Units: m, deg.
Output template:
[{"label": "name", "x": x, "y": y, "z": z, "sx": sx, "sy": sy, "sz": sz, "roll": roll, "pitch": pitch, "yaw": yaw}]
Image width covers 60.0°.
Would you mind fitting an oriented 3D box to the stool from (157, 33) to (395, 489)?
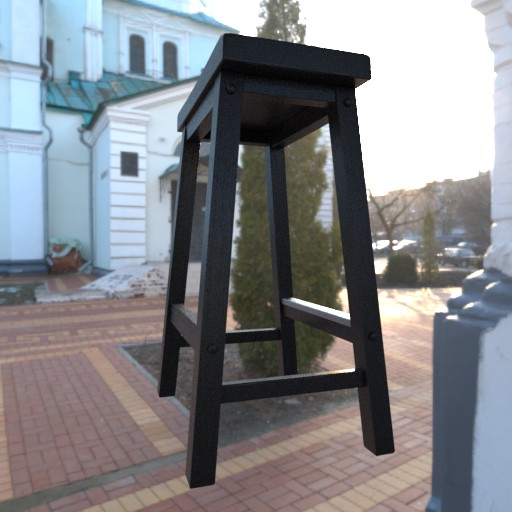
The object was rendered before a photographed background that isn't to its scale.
[{"label": "stool", "x": 0.000, "y": 0.000, "z": 0.824, "sx": 0.322, "sy": 0.610, "sz": 0.406, "roll": -1, "pitch": 2, "yaw": -19}]
